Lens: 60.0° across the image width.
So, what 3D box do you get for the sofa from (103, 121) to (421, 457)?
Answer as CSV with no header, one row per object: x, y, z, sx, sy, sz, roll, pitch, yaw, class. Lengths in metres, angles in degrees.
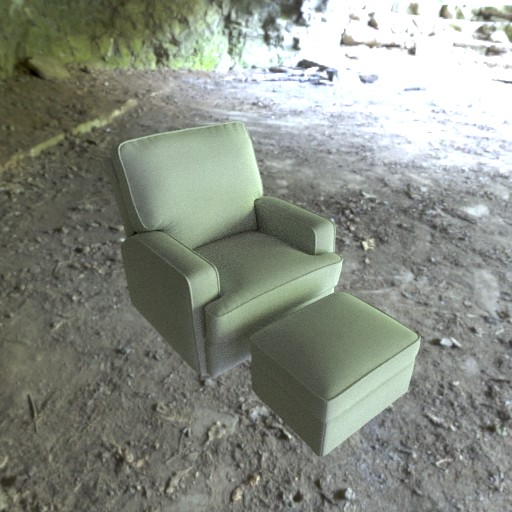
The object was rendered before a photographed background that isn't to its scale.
0.000,0.000,2.037,0.861,0.959,1.472,-21,36,-32,sofa
